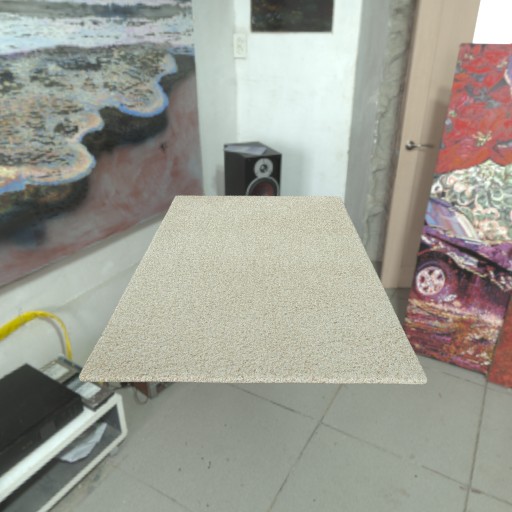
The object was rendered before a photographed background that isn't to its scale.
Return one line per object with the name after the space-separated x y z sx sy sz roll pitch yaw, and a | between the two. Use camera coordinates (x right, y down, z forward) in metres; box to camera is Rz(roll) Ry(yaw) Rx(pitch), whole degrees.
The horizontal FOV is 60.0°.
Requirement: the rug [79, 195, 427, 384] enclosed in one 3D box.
0.000 0.000 3.014 1.524 0.030 2.438 0 27 1 | rug
